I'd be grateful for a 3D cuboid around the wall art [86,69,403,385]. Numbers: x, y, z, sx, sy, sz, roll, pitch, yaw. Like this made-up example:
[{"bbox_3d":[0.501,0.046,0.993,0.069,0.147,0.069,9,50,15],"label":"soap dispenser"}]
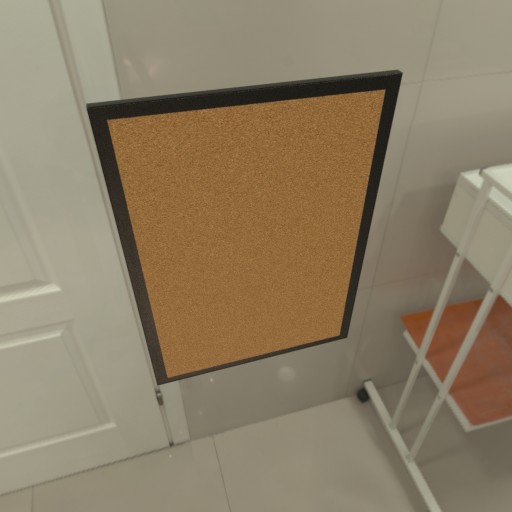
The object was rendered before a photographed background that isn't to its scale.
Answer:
[{"bbox_3d":[0.000,0.000,0.867,0.480,0.657,0.016,-11,42,-13],"label":"wall art"}]
